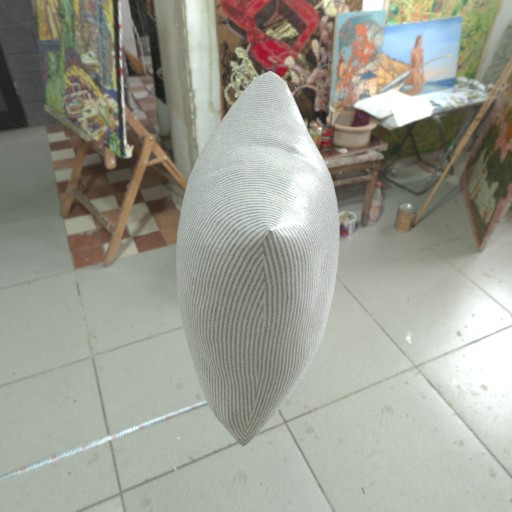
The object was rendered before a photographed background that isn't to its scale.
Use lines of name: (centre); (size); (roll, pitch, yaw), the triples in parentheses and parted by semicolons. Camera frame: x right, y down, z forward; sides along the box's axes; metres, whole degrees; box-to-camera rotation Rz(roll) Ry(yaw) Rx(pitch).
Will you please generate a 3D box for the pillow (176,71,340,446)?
pillow: (0.000, 0.000, 0.697); (0.310, 0.432, 0.387); (25, 46, 27)
